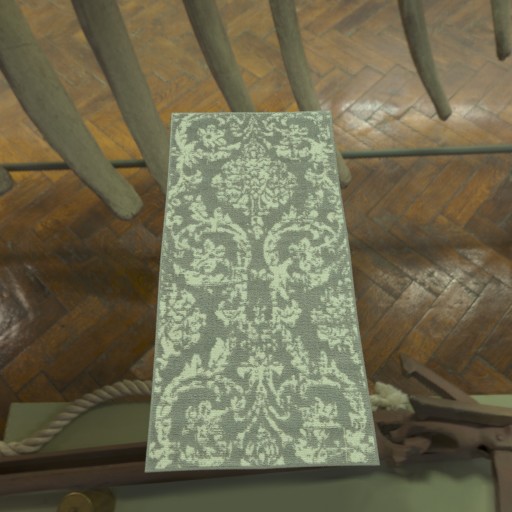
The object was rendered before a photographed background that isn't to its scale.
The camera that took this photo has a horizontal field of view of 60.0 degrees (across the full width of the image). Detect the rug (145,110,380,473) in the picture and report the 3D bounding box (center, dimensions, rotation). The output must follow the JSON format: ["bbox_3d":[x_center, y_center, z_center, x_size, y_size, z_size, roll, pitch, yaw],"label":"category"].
[{"bbox_3d":[0.000,0.000,1.404,0.604,0.007,1.219,-1,64,-1],"label":"rug"}]
